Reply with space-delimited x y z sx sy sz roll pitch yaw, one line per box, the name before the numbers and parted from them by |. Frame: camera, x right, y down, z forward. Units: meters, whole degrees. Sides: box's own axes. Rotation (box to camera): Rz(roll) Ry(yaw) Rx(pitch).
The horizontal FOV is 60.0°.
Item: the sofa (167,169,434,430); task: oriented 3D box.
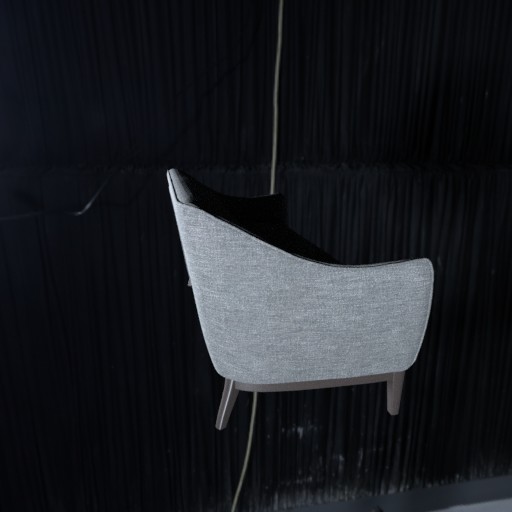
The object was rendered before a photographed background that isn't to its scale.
sofa | 0.000 0.000 2.342 0.867 0.829 1.928 -3 15 -12
